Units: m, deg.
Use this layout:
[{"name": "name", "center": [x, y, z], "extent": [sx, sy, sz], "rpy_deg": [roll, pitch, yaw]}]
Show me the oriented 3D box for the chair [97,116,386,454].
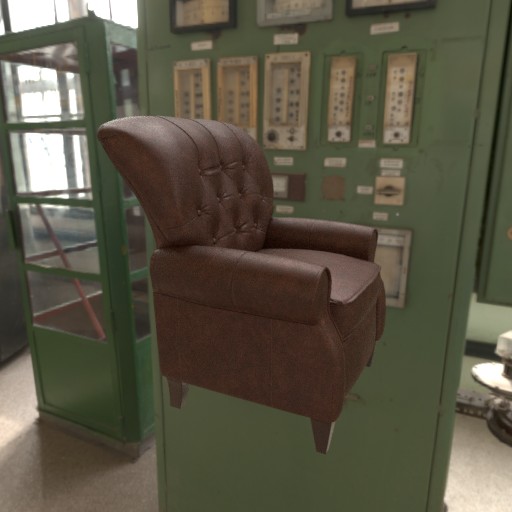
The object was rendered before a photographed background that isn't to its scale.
[{"name": "chair", "center": [0.000, 0.000, 1.916], "extent": [1.031, 1.162, 0.979], "rpy_deg": [7, 16, 26]}]
